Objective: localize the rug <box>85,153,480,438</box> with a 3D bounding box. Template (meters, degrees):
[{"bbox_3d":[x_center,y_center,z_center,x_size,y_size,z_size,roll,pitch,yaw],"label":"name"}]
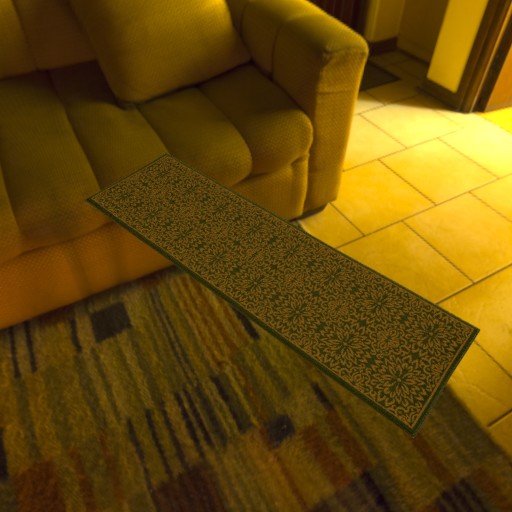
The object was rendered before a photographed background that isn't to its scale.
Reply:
[{"bbox_3d":[0.000,0.000,2.383,2.196,0.011,0.662,32,55,26],"label":"rug"}]
